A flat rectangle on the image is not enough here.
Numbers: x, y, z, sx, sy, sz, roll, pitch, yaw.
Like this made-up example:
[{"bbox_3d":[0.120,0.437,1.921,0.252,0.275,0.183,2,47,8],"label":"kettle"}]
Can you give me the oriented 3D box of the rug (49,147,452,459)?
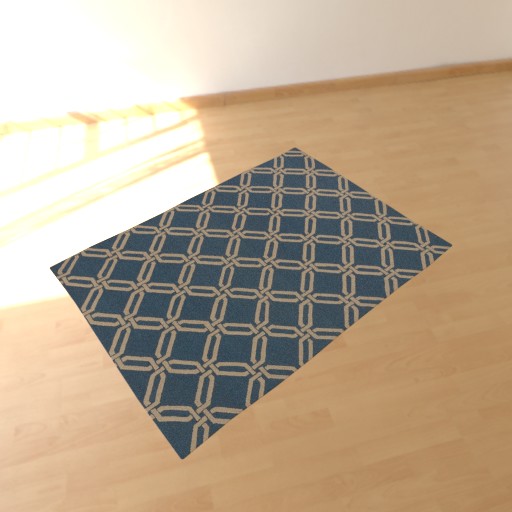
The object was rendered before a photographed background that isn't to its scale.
[{"bbox_3d":[0.000,0.000,2.844,2.135,0.013,1.524,-31,54,-26],"label":"rug"}]
